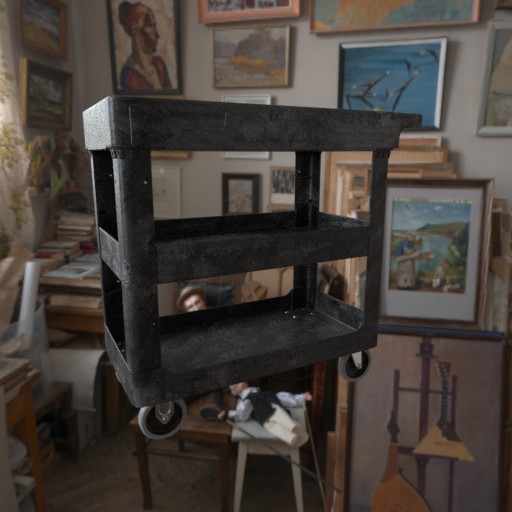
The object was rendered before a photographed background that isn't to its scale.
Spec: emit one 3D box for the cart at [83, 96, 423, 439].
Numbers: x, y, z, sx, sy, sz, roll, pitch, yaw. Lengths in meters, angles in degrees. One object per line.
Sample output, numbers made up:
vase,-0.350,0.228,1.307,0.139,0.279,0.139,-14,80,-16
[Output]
cart,0.000,0.000,1.338,0.877,0.824,0.420,-7,14,-27
